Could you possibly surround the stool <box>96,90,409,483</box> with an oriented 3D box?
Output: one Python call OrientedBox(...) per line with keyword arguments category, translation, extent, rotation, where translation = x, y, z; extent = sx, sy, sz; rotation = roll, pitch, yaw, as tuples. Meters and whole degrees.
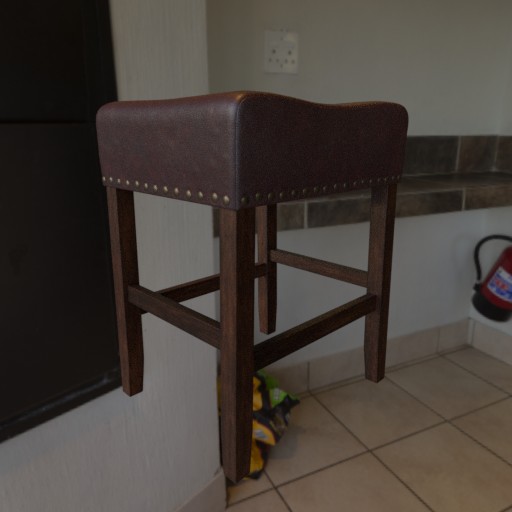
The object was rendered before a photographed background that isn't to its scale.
OrientedBox(category="stool", translation=(0.000, 0.000, 0.922), extent=(0.465, 0.608, 0.397), rotation=(-15, 22, -42))
